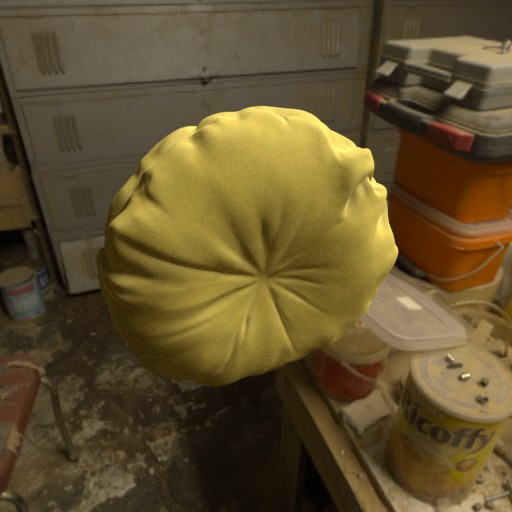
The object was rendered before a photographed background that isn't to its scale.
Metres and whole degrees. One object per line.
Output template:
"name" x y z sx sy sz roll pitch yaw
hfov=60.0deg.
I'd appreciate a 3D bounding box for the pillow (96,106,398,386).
"pillow" 0.000 0.000 0.633 0.428 0.407 0.148 -10 33 -16
